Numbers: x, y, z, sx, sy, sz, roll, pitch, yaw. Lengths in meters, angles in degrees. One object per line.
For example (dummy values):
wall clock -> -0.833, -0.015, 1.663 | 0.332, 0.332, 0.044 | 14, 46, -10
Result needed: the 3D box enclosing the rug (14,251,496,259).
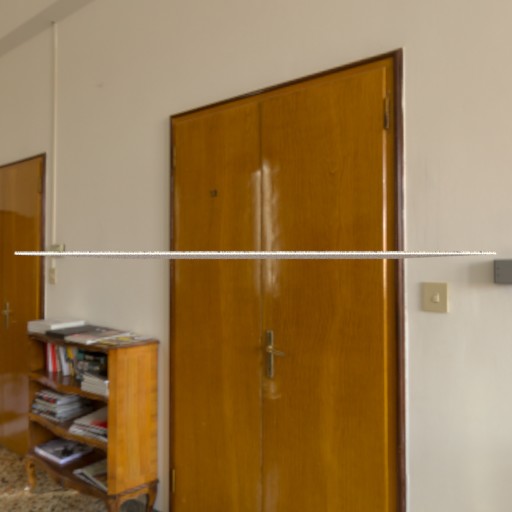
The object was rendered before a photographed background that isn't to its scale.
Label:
rug -> 0.000, 0.000, 2.854 | 2.280, 0.015, 1.521 | 0, -1, 1
